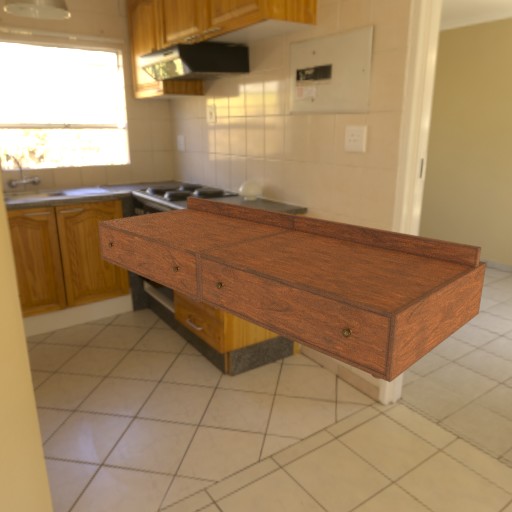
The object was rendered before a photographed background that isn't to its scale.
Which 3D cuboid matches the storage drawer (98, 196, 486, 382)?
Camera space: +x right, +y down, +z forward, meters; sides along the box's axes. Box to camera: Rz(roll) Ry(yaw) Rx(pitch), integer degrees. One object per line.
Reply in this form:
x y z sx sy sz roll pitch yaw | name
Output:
0.000 0.000 2.241 0.774 0.339 1.914 -15 22 -43 | storage drawer
